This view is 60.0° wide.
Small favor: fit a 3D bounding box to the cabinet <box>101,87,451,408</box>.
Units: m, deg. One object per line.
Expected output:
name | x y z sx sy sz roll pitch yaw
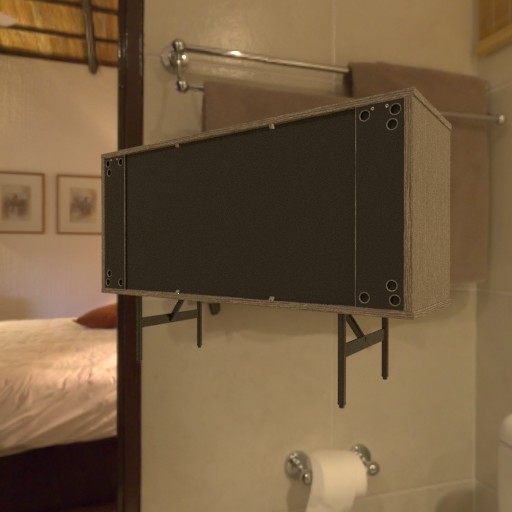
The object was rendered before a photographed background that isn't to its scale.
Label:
cabinet | 0.000 0.000 1.538 1.194 0.787 0.405 0 1 36
